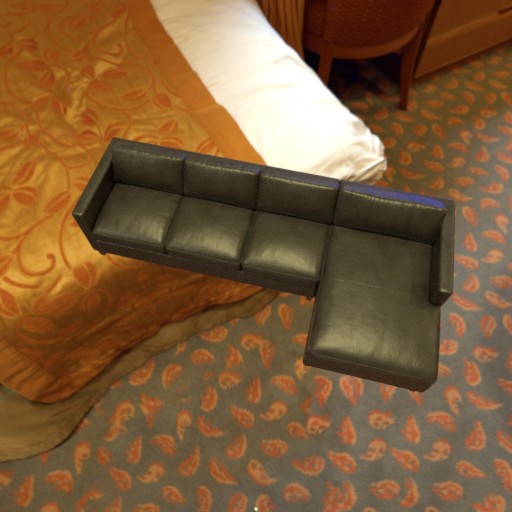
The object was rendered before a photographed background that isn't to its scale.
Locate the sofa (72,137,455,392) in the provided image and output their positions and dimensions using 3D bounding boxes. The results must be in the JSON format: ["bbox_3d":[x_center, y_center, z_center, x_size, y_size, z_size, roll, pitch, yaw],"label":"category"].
[{"bbox_3d":[0.000,0.000,3.923,3.203,0.883,1.581,12,61,7],"label":"sofa"}]
